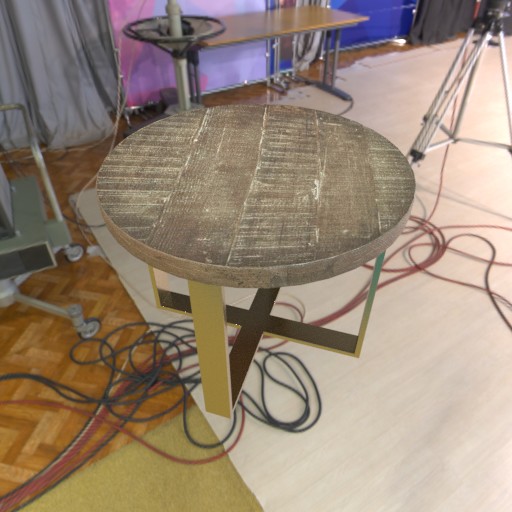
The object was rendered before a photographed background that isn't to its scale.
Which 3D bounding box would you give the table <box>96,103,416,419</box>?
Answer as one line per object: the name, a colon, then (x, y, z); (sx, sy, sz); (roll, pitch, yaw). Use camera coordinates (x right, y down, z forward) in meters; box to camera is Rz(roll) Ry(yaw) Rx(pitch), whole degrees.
table: (0.000, 0.000, 0.942); (0.557, 0.437, 0.557); (0, 41, 0)
